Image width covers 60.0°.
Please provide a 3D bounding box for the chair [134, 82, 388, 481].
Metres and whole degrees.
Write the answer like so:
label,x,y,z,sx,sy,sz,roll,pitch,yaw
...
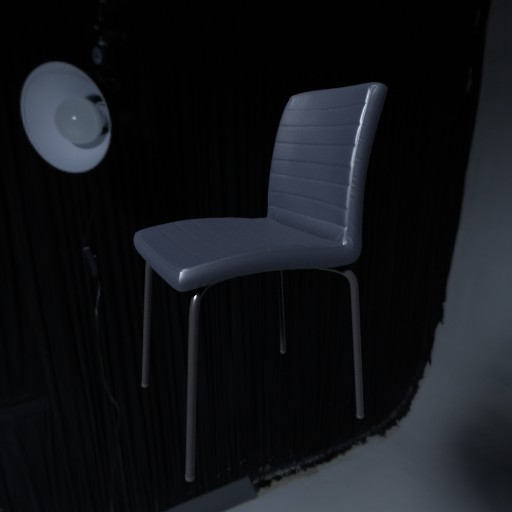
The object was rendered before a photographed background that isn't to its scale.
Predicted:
label,x,y,z,sx,sy,sz,roll,pitch,yaw
chair,0.000,0.000,1.190,0.572,0.872,0.450,-8,17,-26
